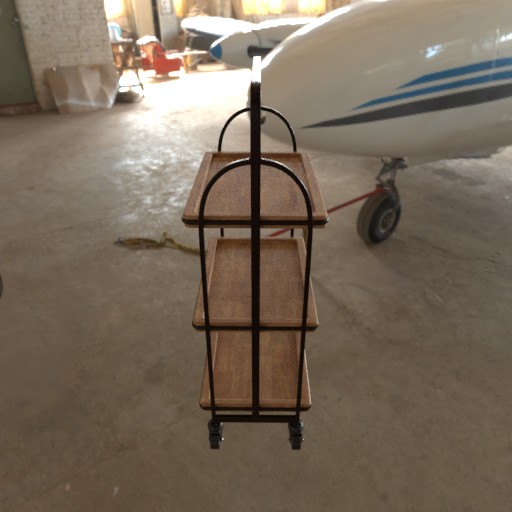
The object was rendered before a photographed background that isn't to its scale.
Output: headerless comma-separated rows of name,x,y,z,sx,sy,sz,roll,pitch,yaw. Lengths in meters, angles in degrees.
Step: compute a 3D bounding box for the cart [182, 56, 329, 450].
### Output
cart,0.000,0.000,1.265,0.327,1.001,0.553,0,30,0
